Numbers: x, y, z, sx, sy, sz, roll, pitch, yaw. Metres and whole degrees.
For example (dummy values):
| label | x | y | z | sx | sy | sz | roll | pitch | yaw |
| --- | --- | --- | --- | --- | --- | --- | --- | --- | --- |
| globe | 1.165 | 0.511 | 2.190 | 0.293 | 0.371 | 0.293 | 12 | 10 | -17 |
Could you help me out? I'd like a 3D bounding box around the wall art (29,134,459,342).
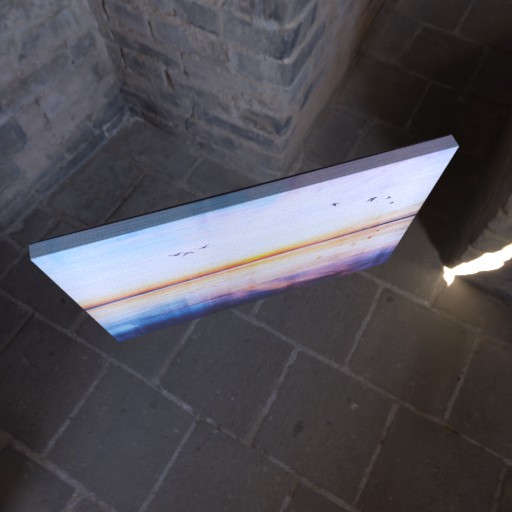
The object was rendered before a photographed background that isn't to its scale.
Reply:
| label | x | y | z | sx | sy | sz | roll | pitch | yaw |
| --- | --- | --- | --- | --- | --- | --- | --- | --- | --- |
| wall art | 0.000 | 0.000 | 1.182 | 0.911 | 0.605 | 0.037 | -16 | 65 | -7 |
